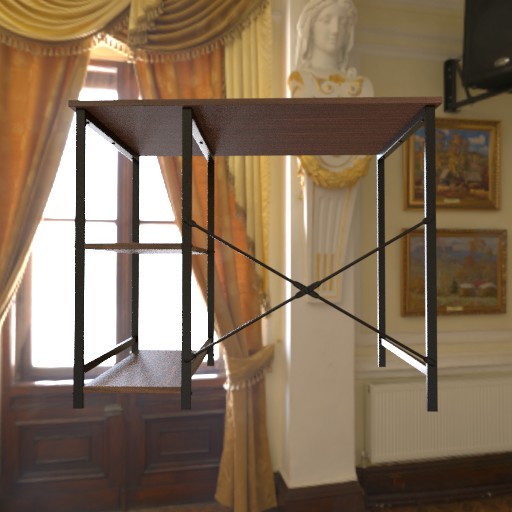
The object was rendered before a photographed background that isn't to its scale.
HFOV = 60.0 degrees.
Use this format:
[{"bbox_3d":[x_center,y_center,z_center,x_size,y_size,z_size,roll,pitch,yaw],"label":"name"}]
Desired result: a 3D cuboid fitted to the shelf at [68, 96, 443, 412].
[{"bbox_3d":[0.000,0.000,1.308,0.902,0.750,0.498,0,-1,1],"label":"shelf"}]
